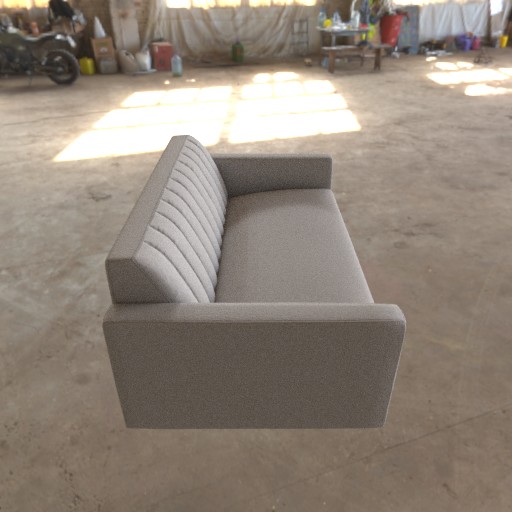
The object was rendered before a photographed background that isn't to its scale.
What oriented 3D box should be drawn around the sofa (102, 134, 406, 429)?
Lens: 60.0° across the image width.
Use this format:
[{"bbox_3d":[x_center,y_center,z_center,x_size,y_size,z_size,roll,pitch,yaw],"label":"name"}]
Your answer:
[{"bbox_3d":[0.000,0.000,2.128,0.950,0.801,1.585,0,32,0],"label":"sofa"}]
